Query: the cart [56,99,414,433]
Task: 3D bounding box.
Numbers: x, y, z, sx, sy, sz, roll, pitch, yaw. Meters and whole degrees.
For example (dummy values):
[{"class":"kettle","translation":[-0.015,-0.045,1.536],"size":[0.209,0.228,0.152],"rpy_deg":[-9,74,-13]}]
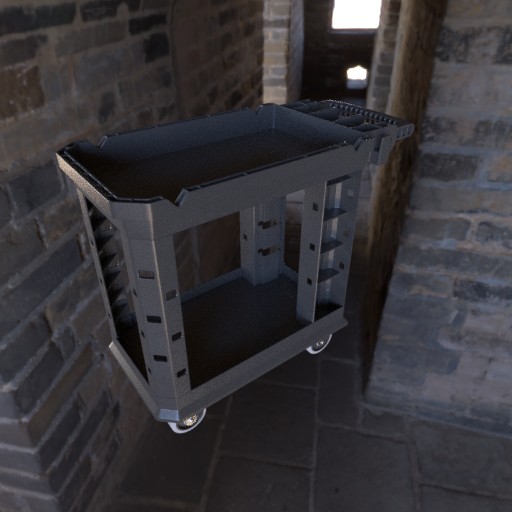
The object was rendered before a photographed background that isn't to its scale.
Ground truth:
[{"class":"cart","translation":[0.000,0.000,1.568],"size":[1.061,0.884,0.497],"rpy_deg":[-22,39,-30]}]
